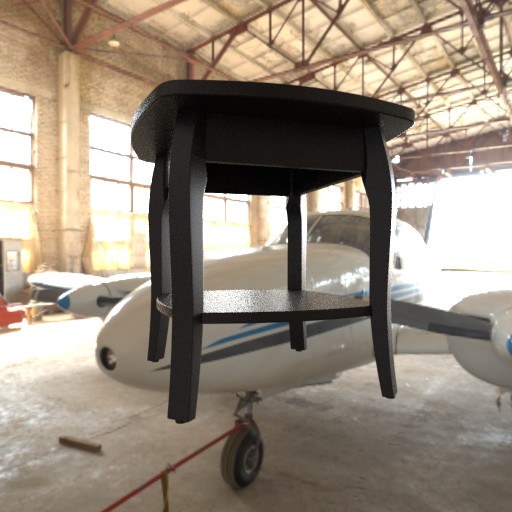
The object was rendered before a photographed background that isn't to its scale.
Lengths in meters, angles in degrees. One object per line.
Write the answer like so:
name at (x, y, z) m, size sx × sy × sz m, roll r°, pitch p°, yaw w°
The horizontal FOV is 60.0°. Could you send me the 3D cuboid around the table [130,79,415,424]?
table at (0.000, 0.000, 0.838) m, size 0.457 × 0.457 × 0.508 m, roll 0°, pitch 0°, yaw -18°
